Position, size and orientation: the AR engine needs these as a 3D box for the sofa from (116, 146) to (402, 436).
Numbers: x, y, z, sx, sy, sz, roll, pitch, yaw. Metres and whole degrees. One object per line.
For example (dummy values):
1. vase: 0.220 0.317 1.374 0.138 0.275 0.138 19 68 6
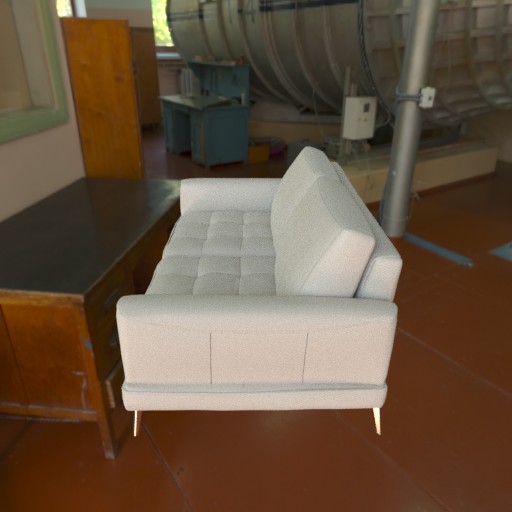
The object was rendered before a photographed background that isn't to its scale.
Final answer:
1. sofa: 0.000 0.000 2.477 1.121 0.930 1.819 0 26 0
